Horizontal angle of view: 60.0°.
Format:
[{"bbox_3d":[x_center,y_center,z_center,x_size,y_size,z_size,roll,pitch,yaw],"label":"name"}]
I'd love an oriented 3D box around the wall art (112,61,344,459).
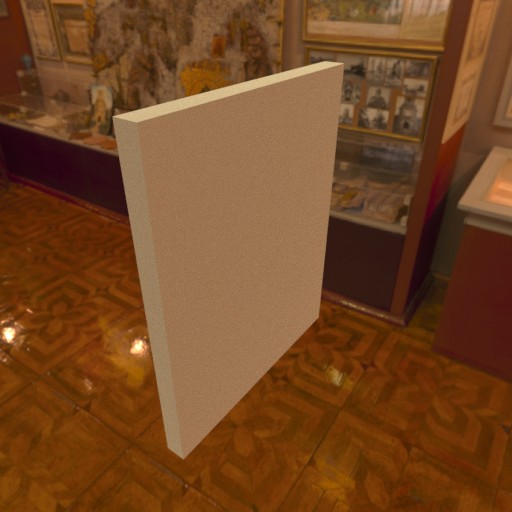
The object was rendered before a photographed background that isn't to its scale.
[{"bbox_3d":[0.000,0.000,0.749,0.039,0.553,0.451,21,38,30],"label":"wall art"}]
